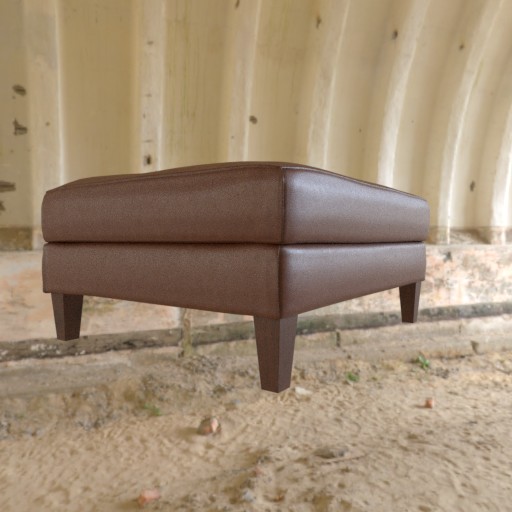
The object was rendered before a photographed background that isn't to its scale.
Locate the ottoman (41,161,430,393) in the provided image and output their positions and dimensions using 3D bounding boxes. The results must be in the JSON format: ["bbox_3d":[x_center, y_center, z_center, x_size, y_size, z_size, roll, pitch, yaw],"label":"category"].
[{"bbox_3d":[0.000,0.000,1.405,0.836,0.472,0.987,2,3,36],"label":"ottoman"}]
